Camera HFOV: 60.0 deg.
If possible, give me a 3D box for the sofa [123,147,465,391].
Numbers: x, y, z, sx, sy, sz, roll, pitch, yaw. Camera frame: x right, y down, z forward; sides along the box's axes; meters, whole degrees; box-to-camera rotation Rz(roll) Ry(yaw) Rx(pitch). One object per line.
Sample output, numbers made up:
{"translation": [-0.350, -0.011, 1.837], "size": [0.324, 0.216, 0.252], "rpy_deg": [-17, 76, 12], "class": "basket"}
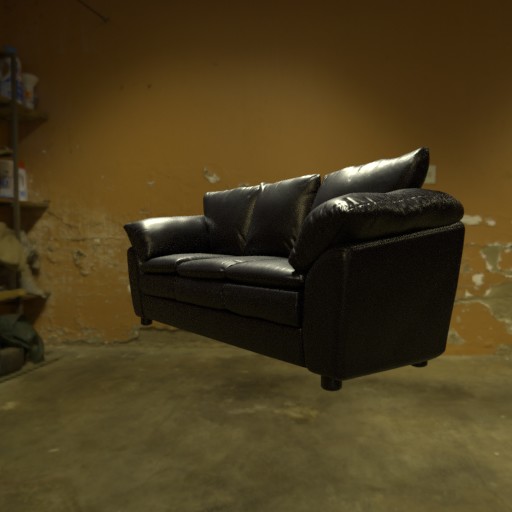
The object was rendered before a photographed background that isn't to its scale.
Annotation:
{"translation": [0.000, 0.000, 2.784], "size": [0.880, 1.073, 2.336], "rpy_deg": [-1, 1, -37], "class": "sofa"}
